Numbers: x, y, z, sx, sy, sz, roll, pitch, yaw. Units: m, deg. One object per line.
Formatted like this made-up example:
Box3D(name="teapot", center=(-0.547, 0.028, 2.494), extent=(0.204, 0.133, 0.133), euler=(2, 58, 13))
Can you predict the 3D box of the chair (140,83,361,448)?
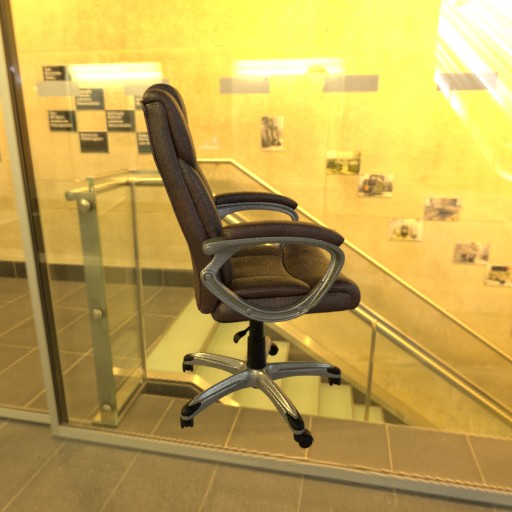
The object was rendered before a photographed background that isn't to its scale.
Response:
Box3D(name="chair", center=(0.000, 0.000, 1.576), extent=(0.692, 1.128, 0.656), euler=(-2, 17, -8))
